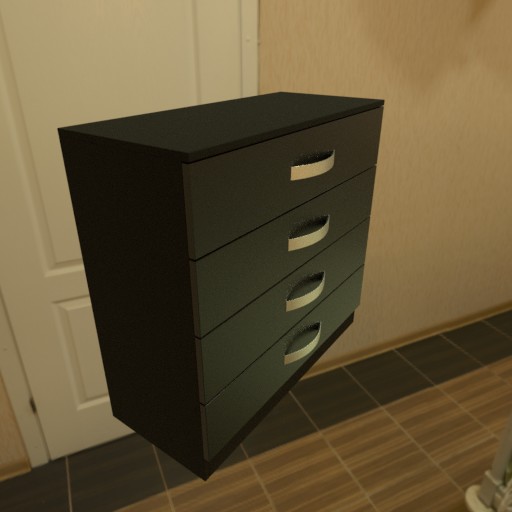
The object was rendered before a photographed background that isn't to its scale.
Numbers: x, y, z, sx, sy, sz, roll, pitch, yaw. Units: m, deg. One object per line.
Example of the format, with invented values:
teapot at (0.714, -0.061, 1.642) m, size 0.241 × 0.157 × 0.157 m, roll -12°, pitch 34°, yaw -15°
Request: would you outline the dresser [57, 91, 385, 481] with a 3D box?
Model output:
dresser at (0.000, 0.000, 1.151) m, size 0.360 × 0.720 × 0.750 m, roll 18°, pitch 31°, yaw 32°
